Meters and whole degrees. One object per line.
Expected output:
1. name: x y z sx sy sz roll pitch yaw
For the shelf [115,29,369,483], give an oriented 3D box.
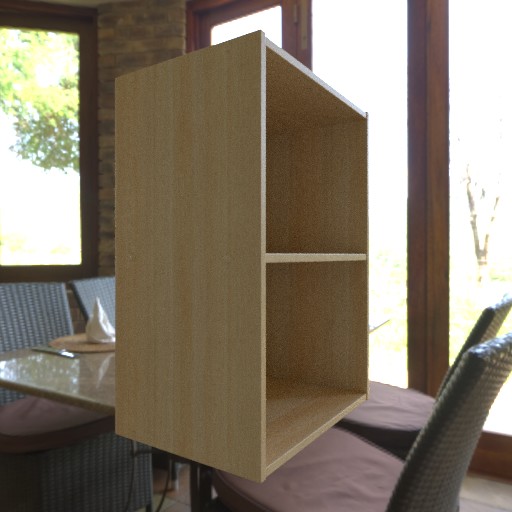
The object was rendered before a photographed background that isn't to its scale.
1. shelf: 0.000 0.000 0.827 0.290 0.592 0.414 0 0 34
